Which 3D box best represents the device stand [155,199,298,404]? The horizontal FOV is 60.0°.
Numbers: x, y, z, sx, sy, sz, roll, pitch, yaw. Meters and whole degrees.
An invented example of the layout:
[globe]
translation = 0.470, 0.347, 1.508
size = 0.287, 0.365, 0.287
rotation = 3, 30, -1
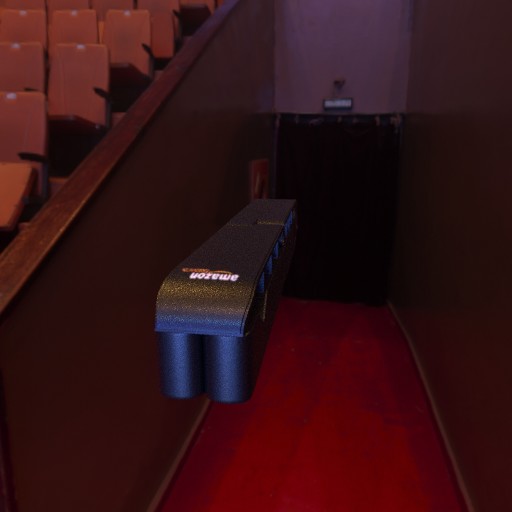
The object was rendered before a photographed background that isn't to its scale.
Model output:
[device stand]
translation = 0.000, 0.000, 0.190
size = 0.026, 0.030, 0.179
rotation = 2, 15, 8
